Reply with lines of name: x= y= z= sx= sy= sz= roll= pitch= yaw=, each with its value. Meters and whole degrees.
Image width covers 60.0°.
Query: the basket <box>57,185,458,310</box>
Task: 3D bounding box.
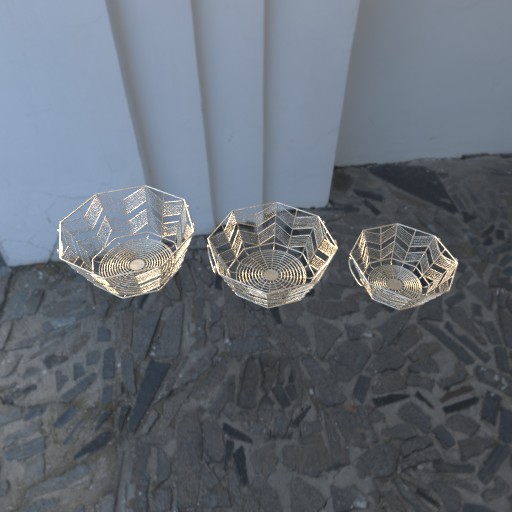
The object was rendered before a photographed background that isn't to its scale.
basket: x=0.000 y=0.000 z=1.423 sx=1.246 sy=0.178 sz=0.432 roll=4 pitch=46 yaw=4
